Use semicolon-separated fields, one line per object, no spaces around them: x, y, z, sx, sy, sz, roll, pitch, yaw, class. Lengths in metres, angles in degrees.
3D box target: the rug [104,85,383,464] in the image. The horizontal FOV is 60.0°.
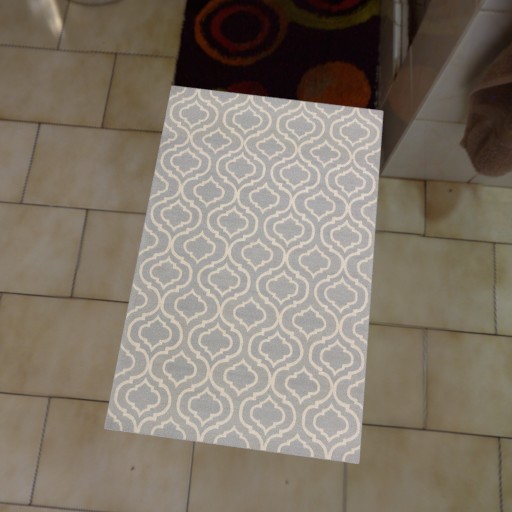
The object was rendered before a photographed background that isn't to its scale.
0.000;0.000;2.167;1.141;0.015;1.749;7;77;2;rug
